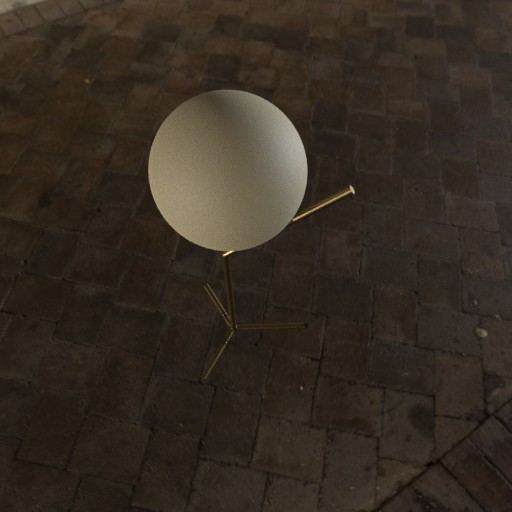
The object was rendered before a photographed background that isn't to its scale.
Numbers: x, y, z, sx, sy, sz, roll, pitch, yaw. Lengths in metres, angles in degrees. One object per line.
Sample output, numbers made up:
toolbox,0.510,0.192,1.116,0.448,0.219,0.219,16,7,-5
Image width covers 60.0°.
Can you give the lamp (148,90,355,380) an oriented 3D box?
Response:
lamp,0.000,0.000,0.682,0.251,0.552,0.210,-2,57,-1
